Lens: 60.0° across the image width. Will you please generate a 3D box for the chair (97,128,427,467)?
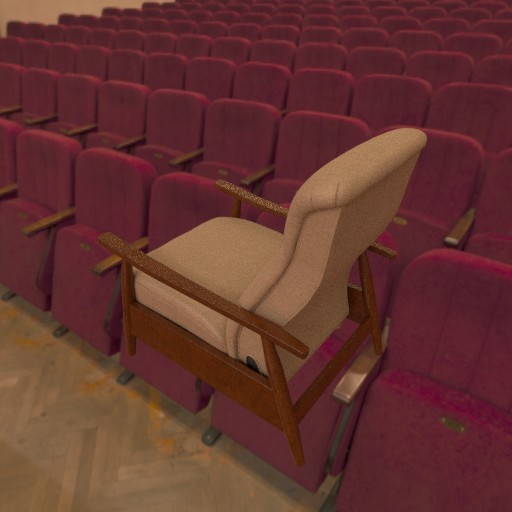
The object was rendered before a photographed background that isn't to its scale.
[{"bbox_3d":[0.000,0.000,1.808,1.030,1.082,0.762,21,38,31],"label":"chair"}]
